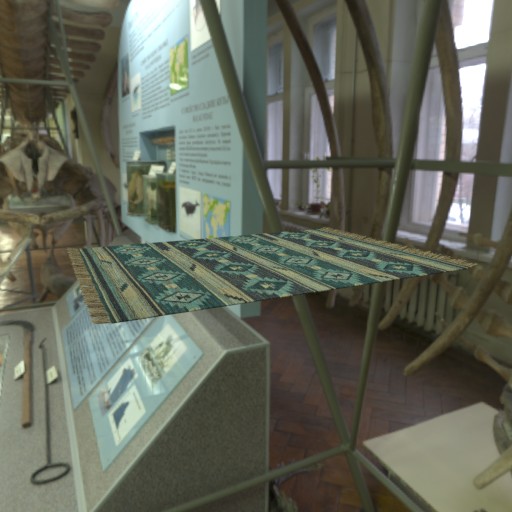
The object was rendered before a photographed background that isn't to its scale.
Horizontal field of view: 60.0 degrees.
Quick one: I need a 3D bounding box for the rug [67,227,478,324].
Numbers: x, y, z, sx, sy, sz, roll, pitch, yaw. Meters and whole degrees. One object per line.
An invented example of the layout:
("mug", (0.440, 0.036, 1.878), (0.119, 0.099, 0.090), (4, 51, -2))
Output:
("rug", (0.000, 0.000, 4.329), (3.307, 0.047, 2.418), (-6, 14, -25))
